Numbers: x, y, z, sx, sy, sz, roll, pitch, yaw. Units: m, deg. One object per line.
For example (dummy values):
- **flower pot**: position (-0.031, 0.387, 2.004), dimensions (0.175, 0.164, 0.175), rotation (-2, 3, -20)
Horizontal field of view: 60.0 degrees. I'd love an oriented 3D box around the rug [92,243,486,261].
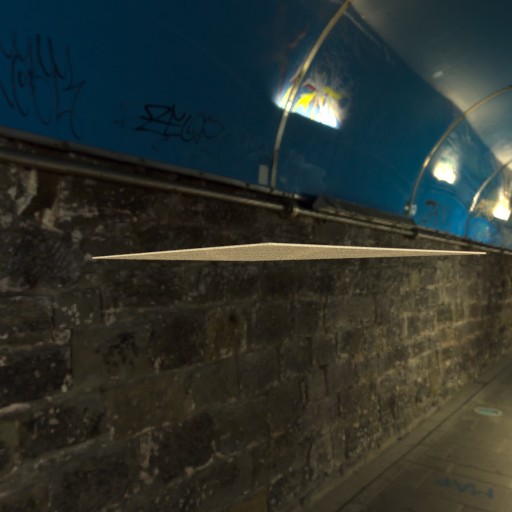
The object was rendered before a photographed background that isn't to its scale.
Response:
- **rug**: position (0.000, 0.000, 2.954), dimensions (1.522, 0.008, 2.284), rotation (1, -2, -35)
